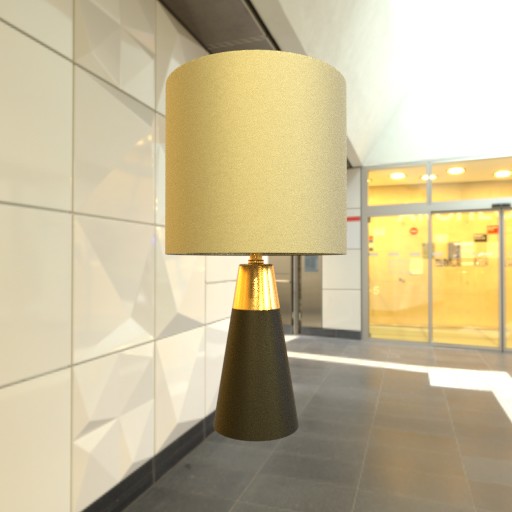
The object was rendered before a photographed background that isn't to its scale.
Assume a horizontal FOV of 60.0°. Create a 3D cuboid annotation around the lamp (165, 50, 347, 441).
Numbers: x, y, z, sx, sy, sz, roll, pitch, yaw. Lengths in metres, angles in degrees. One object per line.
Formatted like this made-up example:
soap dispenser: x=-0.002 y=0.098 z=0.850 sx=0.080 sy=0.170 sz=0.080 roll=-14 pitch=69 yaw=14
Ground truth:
lamp: x=0.000 y=0.000 z=0.765 sx=0.308 sy=0.580 sz=0.308 roll=0 pitch=-1 yaw=0
